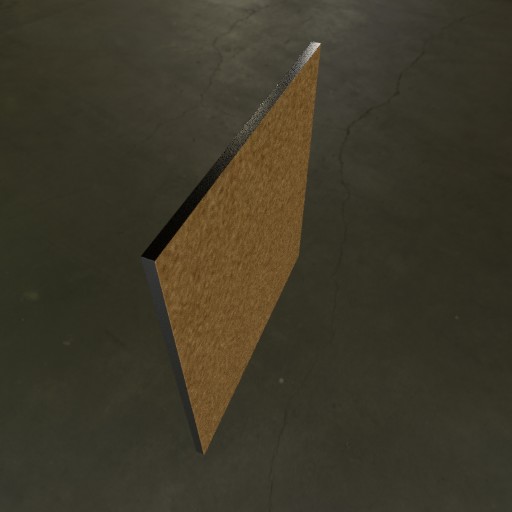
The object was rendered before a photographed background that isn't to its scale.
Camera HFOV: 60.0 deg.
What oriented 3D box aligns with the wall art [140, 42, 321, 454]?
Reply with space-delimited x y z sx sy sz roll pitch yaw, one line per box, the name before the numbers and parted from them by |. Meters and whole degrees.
wall art | 0.000 0.000 0.653 0.014 0.445 0.446 17 50 15
